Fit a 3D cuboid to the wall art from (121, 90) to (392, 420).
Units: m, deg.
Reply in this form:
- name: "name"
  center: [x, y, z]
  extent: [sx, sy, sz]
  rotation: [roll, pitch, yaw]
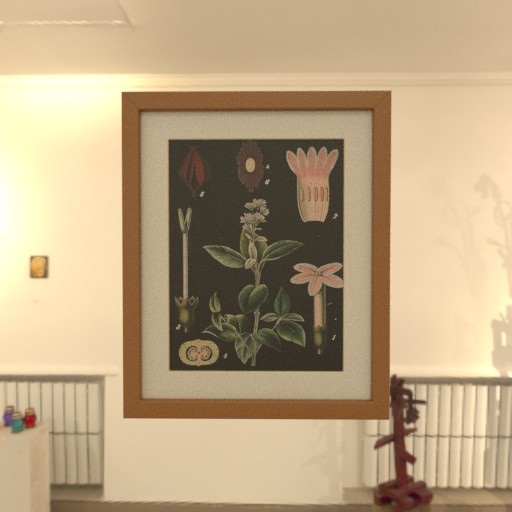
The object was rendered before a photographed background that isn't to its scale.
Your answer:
- name: "wall art"
  center: [0.000, 0.000, 0.517]
  extent: [0.310, 0.379, 0.015]
  rotation: [0, 1, 1]
